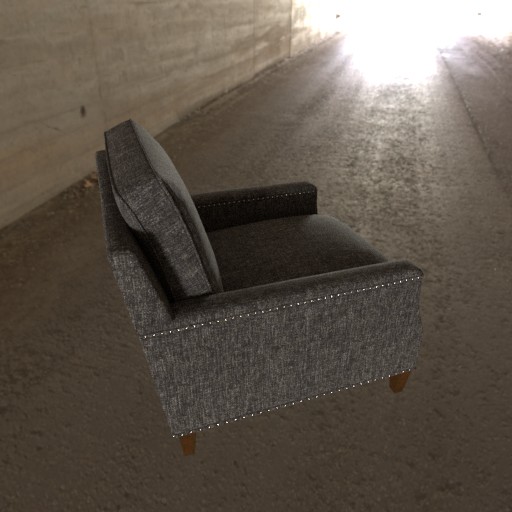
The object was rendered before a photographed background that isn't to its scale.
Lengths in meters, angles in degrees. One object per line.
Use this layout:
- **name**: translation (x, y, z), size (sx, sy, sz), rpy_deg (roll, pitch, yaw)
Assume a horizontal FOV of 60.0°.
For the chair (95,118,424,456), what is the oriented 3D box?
- **chair**: translation (0.000, 0.000, 1.663), size (1.014, 0.943, 0.853), rpy_deg (-10, 32, -17)
